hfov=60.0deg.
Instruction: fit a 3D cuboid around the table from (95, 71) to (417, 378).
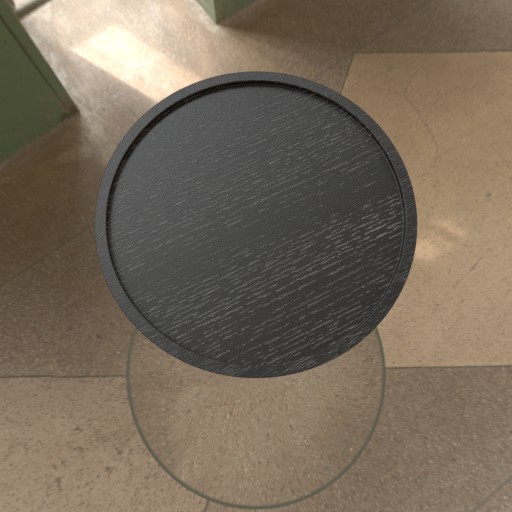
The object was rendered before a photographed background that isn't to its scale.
[{"bbox_3d":[0.000,0.000,0.772,0.399,0.460,0.399,0,76,0],"label":"table"}]
